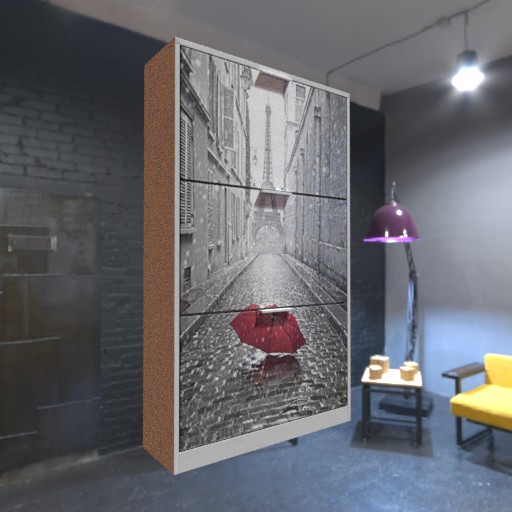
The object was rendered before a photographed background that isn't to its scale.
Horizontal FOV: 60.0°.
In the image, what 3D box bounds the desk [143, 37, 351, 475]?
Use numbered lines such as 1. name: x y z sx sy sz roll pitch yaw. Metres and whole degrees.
1. desk: 0.000 0.000 1.604 0.750 1.280 0.250 1 -1 -36
